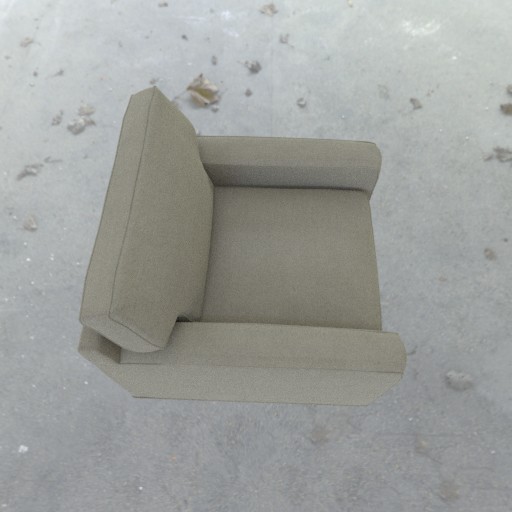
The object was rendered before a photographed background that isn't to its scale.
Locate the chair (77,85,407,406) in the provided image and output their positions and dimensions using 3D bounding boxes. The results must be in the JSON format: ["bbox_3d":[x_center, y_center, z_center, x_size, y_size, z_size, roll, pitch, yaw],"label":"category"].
[{"bbox_3d":[0.000,0.000,1.785,1.044,0.934,0.999,2,62,1],"label":"chair"}]
